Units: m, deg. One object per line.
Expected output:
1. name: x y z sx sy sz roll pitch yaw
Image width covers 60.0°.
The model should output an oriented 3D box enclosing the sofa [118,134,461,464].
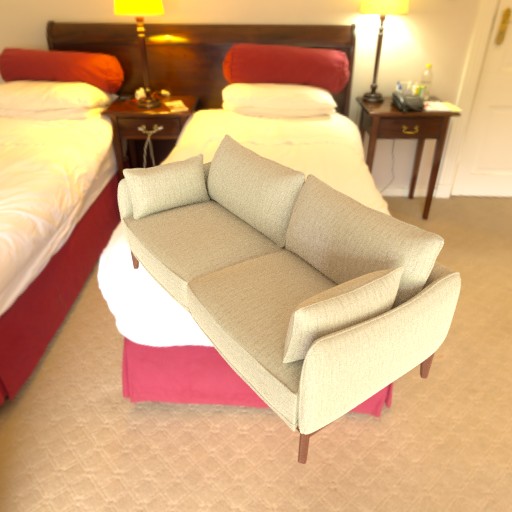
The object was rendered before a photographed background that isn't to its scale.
1. sofa: 0.000 0.000 2.562 0.991 0.860 1.989 -21 38 -29
